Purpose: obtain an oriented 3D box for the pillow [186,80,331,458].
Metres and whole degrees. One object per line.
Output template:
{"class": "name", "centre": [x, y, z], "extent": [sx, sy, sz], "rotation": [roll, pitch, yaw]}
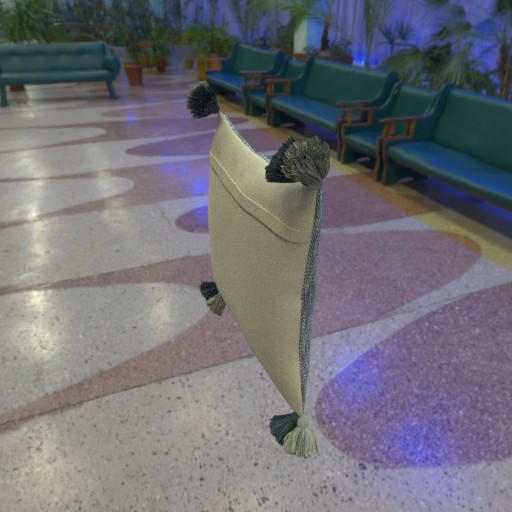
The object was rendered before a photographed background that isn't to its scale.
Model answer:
{"class": "pillow", "centre": [0.000, 0.000, 0.923], "extent": [0.138, 0.634, 0.614], "rotation": [-11, 33, -18]}
